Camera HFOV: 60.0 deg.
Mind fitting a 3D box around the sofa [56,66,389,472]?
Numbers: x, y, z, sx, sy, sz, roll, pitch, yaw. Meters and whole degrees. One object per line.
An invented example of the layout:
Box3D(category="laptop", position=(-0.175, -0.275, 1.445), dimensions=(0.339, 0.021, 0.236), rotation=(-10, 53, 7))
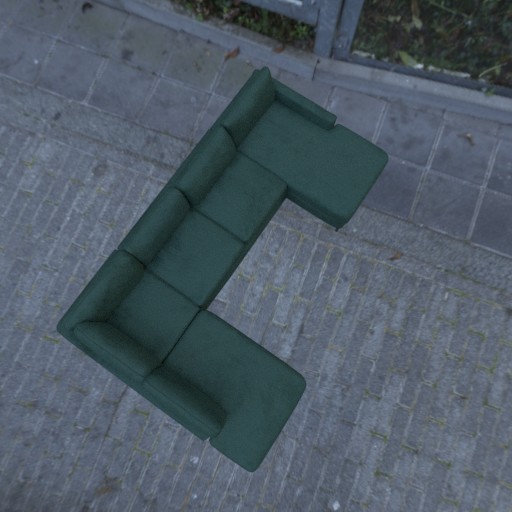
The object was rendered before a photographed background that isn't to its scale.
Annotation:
Box3D(category="sofa", position=(0.000, 0.000, 3.931), dimensions=(1.992, 0.861, 2.994), rotation=(34, 79, 7))
